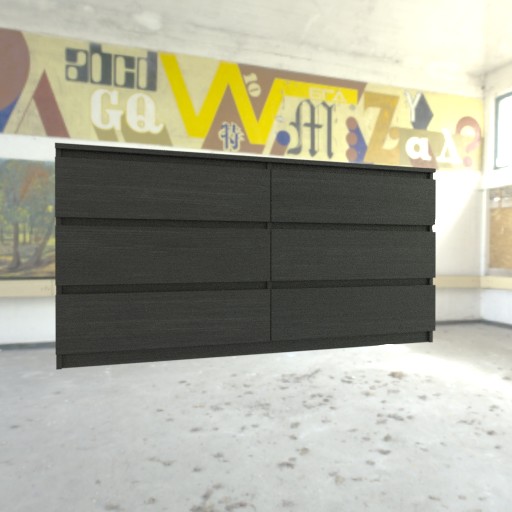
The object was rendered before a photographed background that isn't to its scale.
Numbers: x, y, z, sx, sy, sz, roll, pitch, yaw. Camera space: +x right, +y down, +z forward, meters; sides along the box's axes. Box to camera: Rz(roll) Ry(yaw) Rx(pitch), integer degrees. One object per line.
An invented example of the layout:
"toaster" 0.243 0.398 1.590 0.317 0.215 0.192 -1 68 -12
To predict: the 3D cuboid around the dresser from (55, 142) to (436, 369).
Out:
"dresser" 0.000 0.000 1.971 1.590 0.795 0.400 0 0 -17
